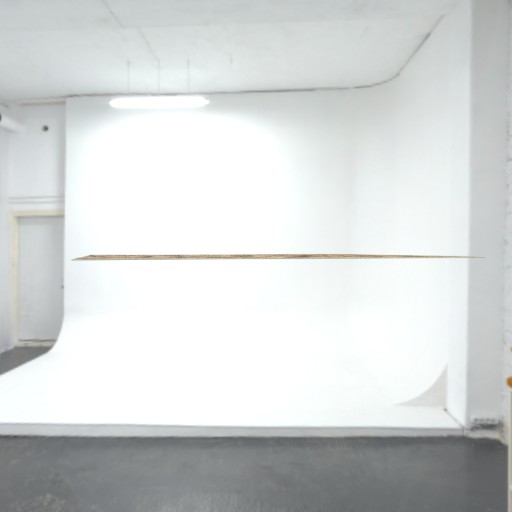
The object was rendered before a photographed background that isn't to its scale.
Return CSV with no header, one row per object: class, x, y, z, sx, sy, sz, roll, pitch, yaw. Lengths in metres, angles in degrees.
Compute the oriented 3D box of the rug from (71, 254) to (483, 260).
rug,0.000,0.000,4.089,2.977,0.008,2.380,0,1,-18
